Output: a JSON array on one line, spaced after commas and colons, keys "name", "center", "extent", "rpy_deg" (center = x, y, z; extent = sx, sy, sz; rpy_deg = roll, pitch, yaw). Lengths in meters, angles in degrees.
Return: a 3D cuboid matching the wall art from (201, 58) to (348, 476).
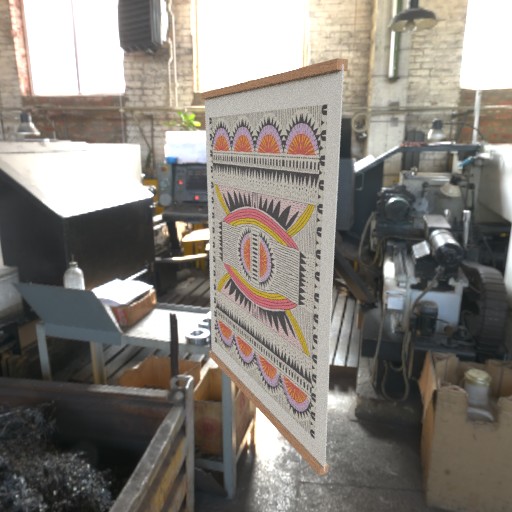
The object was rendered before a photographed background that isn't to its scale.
[{"name": "wall art", "center": [0.000, 0.000, 1.367], "extent": [0.028, 1.016, 0.765], "rpy_deg": [-8, 16, -27]}]
